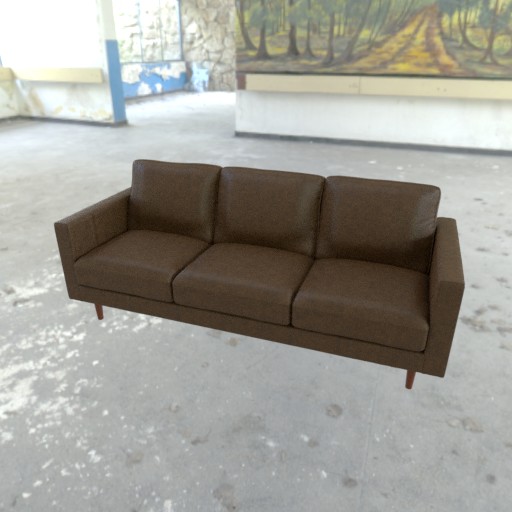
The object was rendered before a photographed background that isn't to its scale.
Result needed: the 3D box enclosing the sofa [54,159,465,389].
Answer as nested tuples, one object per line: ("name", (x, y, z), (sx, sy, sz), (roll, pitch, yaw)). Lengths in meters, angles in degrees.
("sofa", (0.000, 0.000, 2.705), (2.231, 0.930, 0.903), (9, 27, 18))
